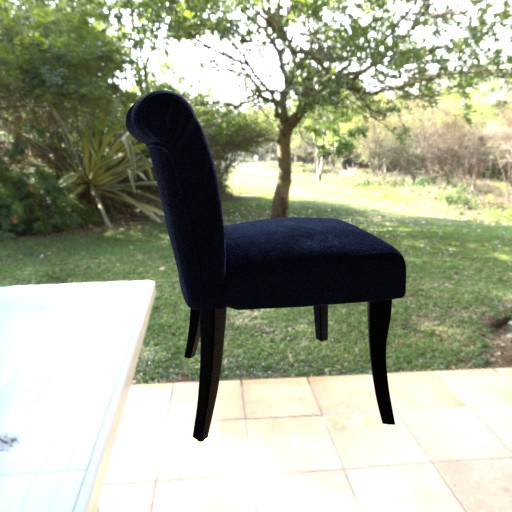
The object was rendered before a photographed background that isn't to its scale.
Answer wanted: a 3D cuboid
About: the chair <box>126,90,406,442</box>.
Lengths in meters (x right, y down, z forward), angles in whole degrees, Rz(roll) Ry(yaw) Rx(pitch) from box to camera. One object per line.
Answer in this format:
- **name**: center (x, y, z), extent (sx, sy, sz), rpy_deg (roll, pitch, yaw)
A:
- **chair**: center (0.000, 0.000, 1.161), extent (0.606, 0.753, 0.585), rpy_deg (-3, 14, -11)
